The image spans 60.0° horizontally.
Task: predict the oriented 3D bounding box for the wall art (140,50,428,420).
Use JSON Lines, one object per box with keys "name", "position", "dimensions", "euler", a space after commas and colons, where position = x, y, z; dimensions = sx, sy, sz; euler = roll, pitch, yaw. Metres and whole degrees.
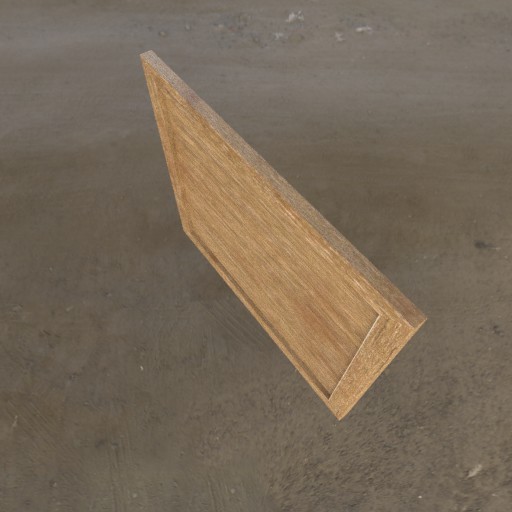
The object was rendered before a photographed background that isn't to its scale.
{"name": "wall art", "position": [0.000, 0.000, 0.951], "dimensions": [0.026, 0.588, 0.690], "euler": [-33, 65, -18]}
